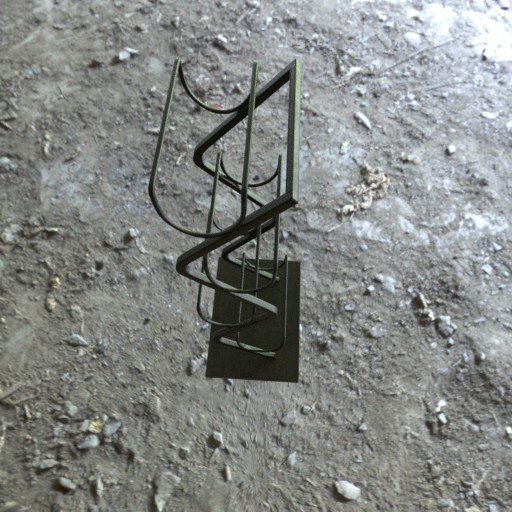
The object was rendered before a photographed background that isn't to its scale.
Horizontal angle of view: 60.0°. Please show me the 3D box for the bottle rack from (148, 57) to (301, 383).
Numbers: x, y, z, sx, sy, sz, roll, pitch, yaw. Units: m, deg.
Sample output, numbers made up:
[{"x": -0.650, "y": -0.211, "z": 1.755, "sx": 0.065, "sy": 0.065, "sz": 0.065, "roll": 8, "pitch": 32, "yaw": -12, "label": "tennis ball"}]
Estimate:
[{"x": 0.000, "y": 0.000, "z": 0.662, "sx": 0.178, "sy": 0.559, "sz": 0.254, "roll": 3, "pitch": 63, "yaw": 2, "label": "bottle rack"}]
